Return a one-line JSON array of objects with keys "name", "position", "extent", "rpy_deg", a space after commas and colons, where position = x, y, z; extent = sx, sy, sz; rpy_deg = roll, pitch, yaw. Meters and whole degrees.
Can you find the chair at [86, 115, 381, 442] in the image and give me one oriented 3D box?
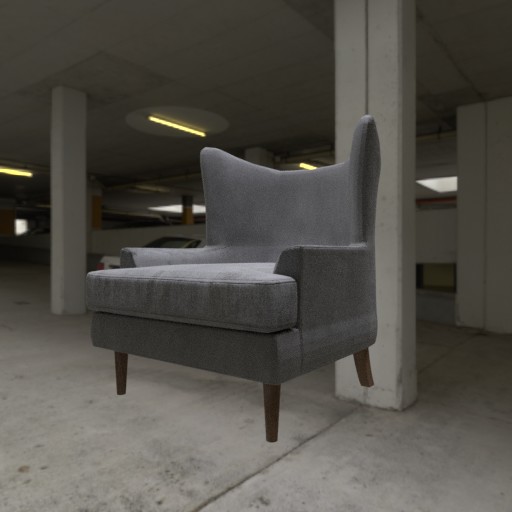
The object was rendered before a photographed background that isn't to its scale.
[{"name": "chair", "position": [0.000, 0.000, 1.612], "extent": [0.784, 0.950, 0.906], "rpy_deg": [0, 0, 37]}]
